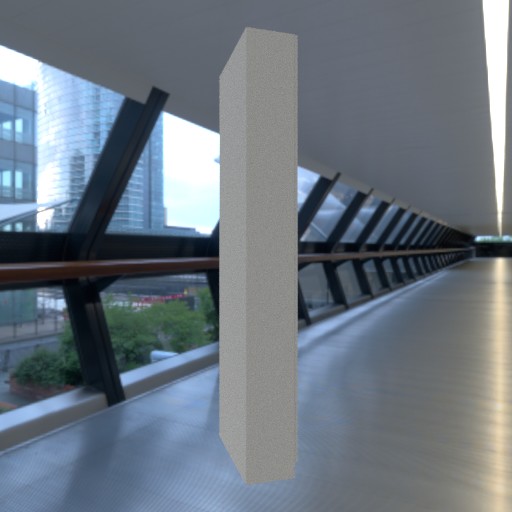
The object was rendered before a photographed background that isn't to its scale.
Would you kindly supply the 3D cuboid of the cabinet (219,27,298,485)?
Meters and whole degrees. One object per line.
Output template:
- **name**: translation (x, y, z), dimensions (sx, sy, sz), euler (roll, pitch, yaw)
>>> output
- **cabinet**: translation (0.000, 0.000, 2.003), dimensions (0.230, 1.790, 0.500), euler (0, 0, -17)
